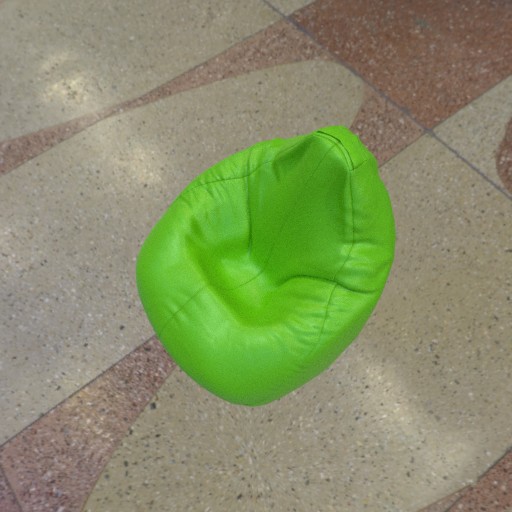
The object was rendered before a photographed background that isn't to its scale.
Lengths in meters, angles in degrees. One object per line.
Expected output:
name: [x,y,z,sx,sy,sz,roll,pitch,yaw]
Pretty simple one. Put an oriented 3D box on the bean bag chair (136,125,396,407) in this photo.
bean bag chair: [0.000,0.000,1.921,1.070,0.990,1.070,-33,69,-15]
